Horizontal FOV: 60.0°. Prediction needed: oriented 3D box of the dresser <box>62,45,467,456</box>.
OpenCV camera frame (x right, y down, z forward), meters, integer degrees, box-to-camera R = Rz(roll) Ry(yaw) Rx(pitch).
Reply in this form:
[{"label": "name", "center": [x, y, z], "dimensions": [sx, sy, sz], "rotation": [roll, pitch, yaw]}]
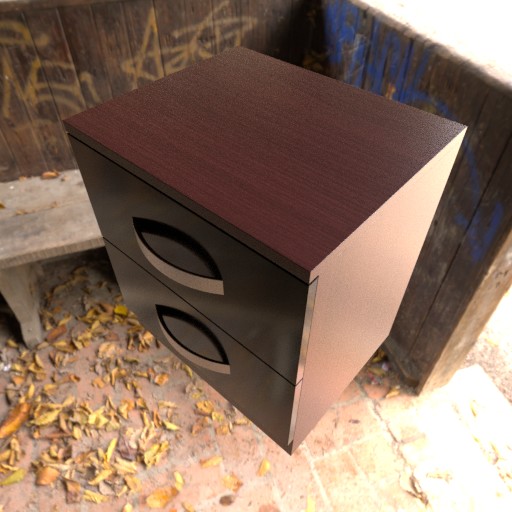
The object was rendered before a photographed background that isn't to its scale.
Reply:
[{"label": "dresser", "center": [0.000, 0.000, 0.731], "dimensions": [0.400, 0.470, 0.360], "rotation": [33, 54, 27]}]
